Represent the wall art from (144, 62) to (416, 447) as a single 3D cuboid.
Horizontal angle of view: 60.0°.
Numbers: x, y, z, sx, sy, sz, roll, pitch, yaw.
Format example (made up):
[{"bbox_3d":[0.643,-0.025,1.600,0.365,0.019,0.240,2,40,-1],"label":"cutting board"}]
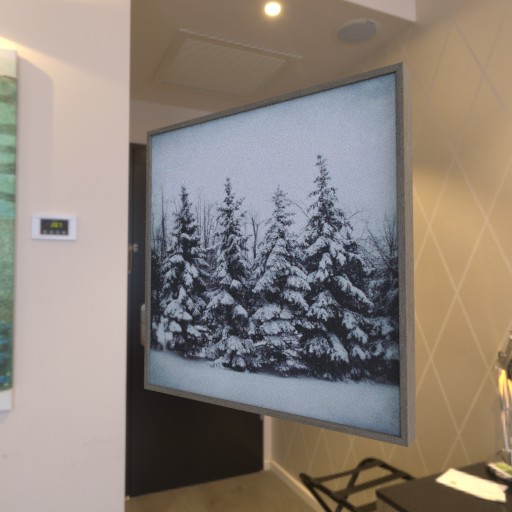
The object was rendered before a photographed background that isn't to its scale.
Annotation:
[{"bbox_3d":[0.000,0.000,0.744,0.507,0.507,0.037,-2,-3,35],"label":"wall art"}]
